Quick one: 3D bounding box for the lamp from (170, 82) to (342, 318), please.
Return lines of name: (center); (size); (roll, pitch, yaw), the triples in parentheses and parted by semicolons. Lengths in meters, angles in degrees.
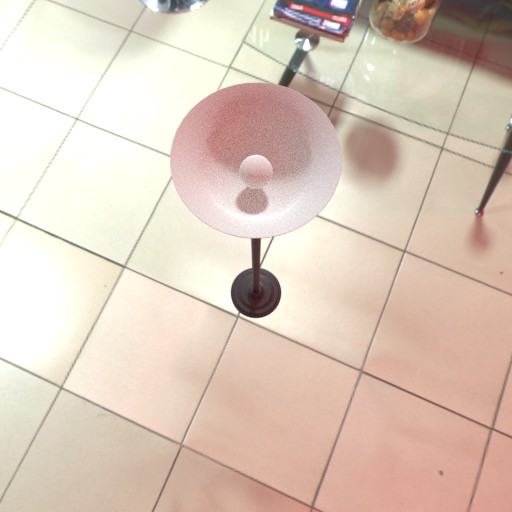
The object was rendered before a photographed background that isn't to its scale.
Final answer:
lamp: (0.000, 0.000, 1.911); (0.405, 1.797, 0.405); (-32, 77, -8)
